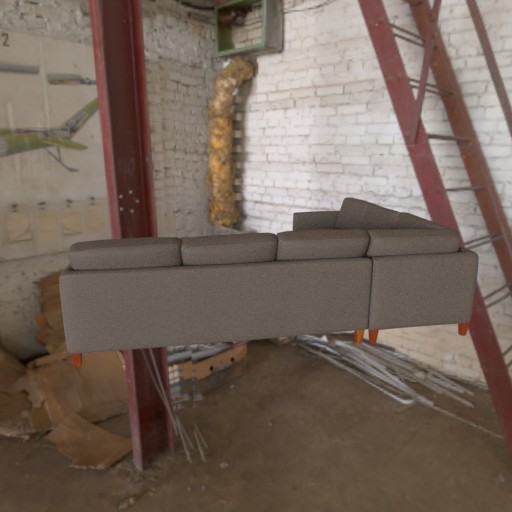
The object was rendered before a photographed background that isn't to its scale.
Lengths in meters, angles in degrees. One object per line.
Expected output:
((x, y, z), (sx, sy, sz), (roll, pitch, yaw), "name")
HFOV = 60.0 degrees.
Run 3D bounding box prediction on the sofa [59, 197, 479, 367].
((0.000, 0.000, 4.608), (3.302, 0.947, 2.593), (-3, 14, -10), "sofa")
